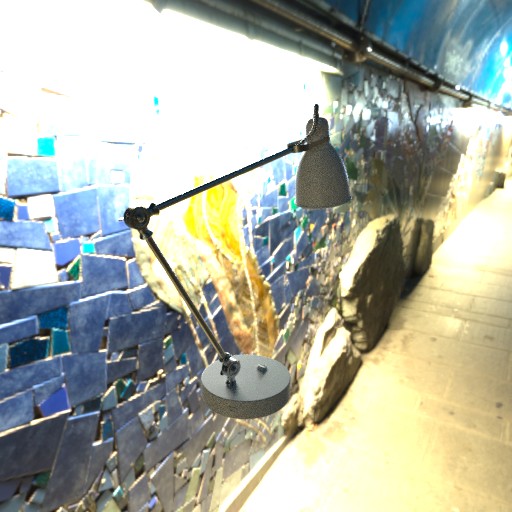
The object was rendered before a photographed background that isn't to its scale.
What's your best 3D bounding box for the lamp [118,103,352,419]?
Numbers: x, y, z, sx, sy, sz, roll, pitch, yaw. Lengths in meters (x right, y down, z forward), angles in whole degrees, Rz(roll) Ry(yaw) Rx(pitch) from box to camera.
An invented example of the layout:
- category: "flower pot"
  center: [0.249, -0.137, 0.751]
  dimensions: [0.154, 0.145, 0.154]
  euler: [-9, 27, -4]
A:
- category: "lamp"
  center: [0.000, 0.000, 0.881]
  dimensions: [0.187, 0.587, 0.561]
  euler: [15, 21, 42]
